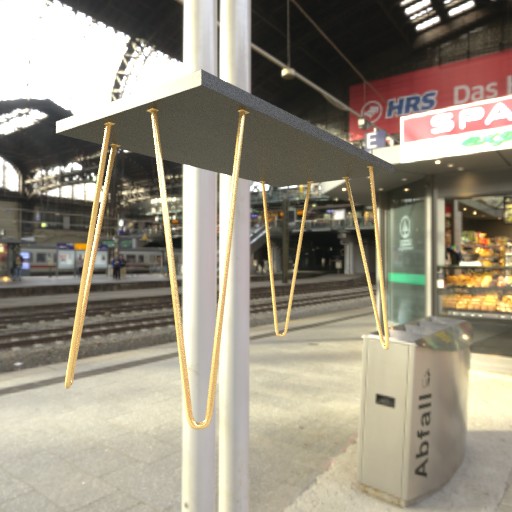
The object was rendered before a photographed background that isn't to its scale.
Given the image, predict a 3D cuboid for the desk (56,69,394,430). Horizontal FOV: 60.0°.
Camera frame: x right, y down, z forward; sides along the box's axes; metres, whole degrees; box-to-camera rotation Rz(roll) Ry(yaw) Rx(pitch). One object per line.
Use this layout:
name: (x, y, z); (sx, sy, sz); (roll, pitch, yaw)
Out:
desk: (0.000, 0.000, 1.343); (0.499, 0.660, 0.991); (-1, -1, 37)
